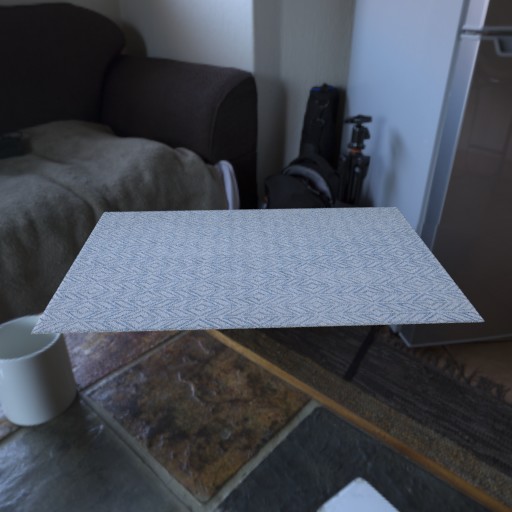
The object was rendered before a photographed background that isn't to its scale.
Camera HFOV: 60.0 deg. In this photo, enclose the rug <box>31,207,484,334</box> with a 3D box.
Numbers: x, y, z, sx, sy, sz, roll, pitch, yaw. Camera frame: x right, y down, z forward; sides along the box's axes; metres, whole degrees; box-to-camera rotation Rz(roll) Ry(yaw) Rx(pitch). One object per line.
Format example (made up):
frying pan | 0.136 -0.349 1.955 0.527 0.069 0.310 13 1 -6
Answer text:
rug | 0.000 0.000 3.042 2.441 0.008 1.526 -1 30 -2
